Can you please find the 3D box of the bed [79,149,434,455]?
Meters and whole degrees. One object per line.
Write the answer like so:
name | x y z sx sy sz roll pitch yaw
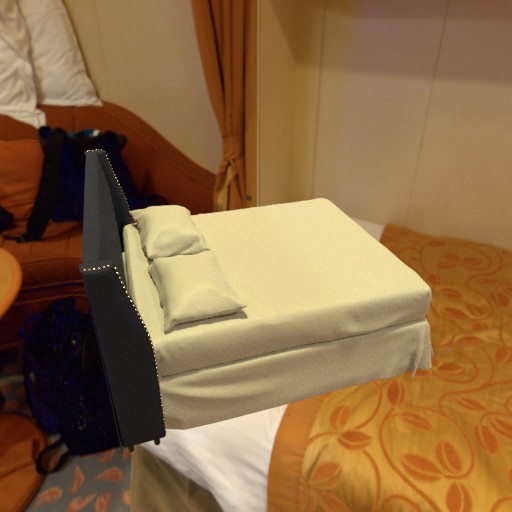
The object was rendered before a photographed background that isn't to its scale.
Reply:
bed | 0.000 0.000 3.367 2.276 1.332 1.925 -9 32 -15
